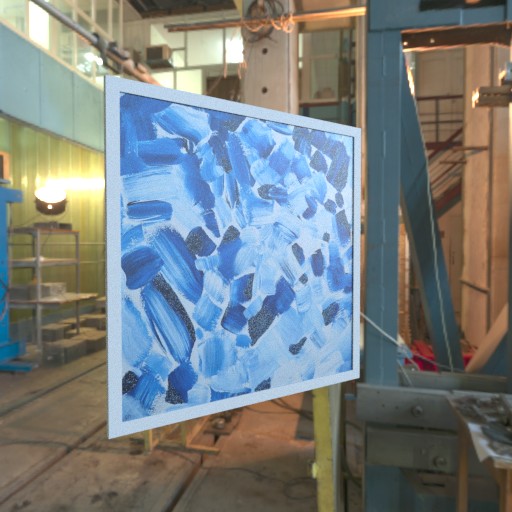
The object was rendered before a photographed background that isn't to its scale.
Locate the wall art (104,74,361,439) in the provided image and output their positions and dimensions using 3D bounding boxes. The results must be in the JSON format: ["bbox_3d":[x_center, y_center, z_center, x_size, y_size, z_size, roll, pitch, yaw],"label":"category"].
[{"bbox_3d":[0.000,0.000,1.221,0.812,0.812,0.015,-1,2,-34],"label":"wall art"}]
